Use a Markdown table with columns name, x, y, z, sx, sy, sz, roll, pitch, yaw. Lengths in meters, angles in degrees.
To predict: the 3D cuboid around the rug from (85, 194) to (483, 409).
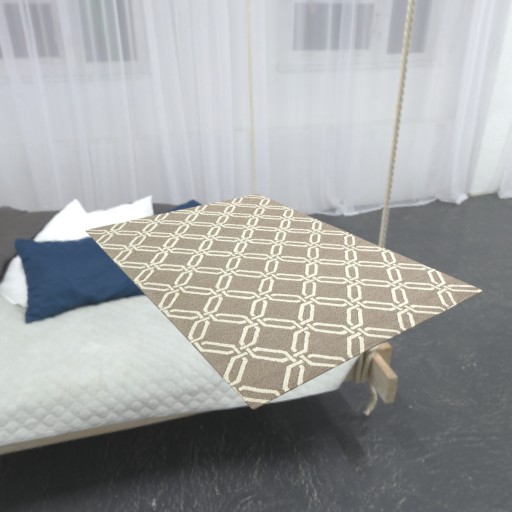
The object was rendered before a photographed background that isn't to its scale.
| name | x | y | z | sx | sy | sz | roll | pitch | yaw |
| --- | --- | --- | --- | --- | --- | --- | --- | --- | --- |
| rug | 0.000 | 0.000 | 4.489 | 2.441 | 0.020 | 3.419 | -17 | 30 | -31 |
